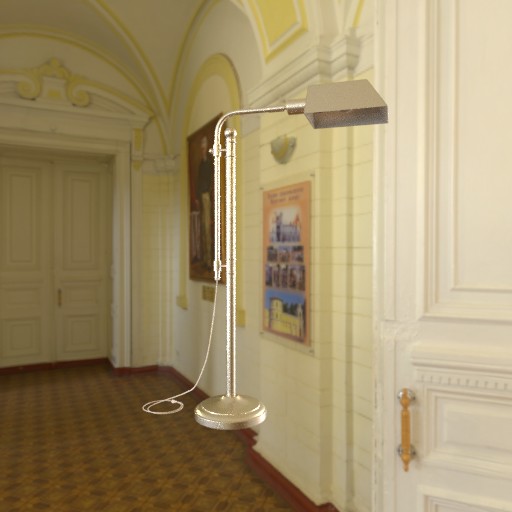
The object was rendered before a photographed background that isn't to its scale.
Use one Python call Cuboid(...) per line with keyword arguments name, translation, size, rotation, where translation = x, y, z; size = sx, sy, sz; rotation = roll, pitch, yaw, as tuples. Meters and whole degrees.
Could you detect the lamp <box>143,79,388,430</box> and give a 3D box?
Cuboid(name="lamp", translation=(0.000, 0.000, 0.959), size=(0.546, 0.708, 0.159), rotation=(0, 1, 18))
